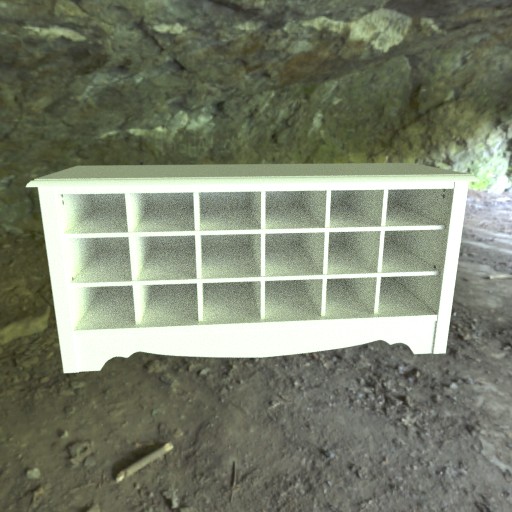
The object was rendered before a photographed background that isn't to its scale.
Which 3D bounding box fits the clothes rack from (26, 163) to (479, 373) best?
[{"bbox_3d":[0.000,0.000,1.454,1.218,0.558,0.405,-2,17,-6],"label":"clothes rack"}]
